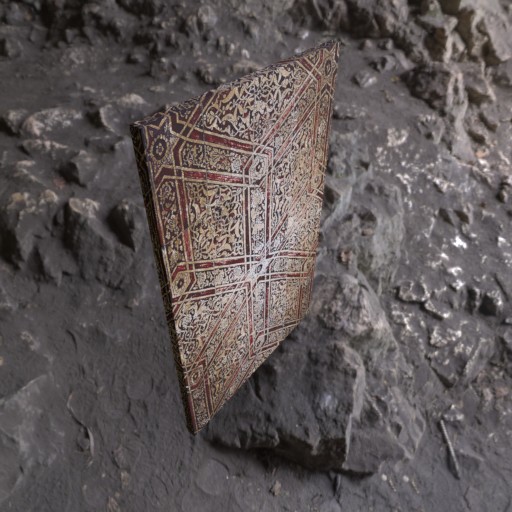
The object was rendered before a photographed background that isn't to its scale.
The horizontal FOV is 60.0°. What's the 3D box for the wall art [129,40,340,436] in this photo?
[{"bbox_3d":[0.000,0.000,0.753,0.020,0.599,0.397,26,47,28],"label":"wall art"}]
